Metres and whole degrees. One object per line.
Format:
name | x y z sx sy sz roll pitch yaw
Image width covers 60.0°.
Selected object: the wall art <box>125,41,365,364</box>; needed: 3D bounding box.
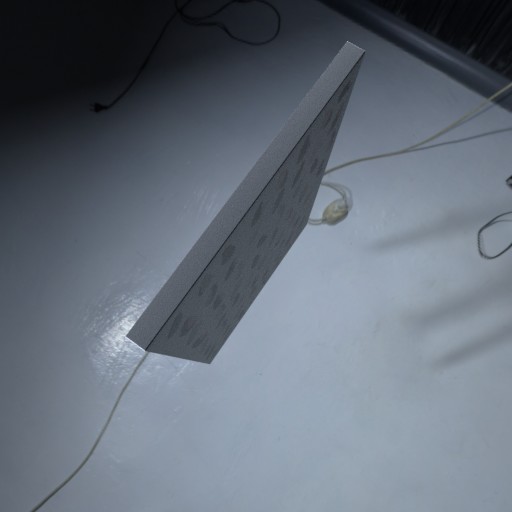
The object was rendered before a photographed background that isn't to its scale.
wall art | 0.000 0.000 0.755 0.025 0.608 0.405 34 78 8
